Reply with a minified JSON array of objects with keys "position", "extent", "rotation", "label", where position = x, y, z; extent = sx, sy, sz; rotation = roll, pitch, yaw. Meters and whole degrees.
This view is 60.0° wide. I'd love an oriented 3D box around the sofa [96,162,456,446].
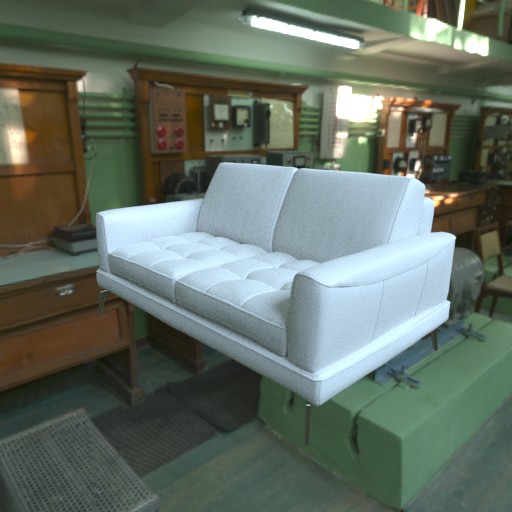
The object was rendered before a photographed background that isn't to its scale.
[{"position":[0.000,0.000,2.463],"extent":[1.121,0.930,1.819],"rotation":[-15,21,-42],"label":"sofa"}]
